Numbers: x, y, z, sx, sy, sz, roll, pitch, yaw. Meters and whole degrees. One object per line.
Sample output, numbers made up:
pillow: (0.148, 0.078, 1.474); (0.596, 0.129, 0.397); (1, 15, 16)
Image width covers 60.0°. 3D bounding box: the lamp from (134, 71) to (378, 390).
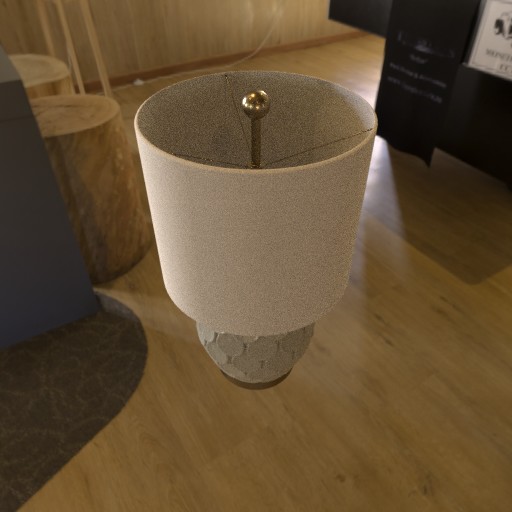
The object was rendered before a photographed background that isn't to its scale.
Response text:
lamp: (0.000, 0.000, 0.605); (0.254, 0.452, 0.254); (0, 41, 0)
